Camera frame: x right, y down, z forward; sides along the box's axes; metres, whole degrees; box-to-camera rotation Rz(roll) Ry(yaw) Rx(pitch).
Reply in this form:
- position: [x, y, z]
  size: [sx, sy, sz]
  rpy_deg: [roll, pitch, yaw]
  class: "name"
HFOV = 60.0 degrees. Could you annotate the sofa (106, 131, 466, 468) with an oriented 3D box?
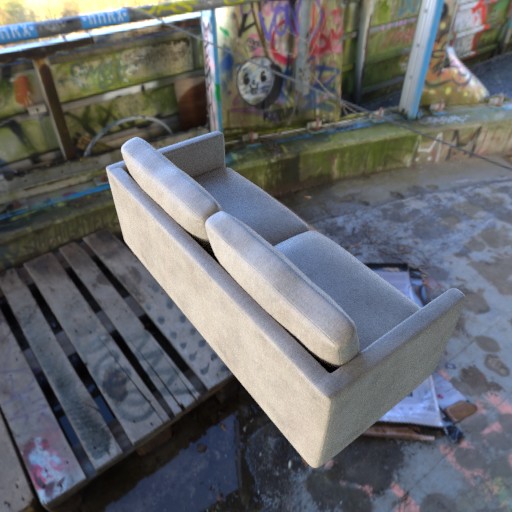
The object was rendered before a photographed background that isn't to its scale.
- position: [0.000, 0.000, 2.734]
  size: [0.951, 0.965, 2.208]
  rpy_deg: [-26, 48, -27]
  class: "sofa"
